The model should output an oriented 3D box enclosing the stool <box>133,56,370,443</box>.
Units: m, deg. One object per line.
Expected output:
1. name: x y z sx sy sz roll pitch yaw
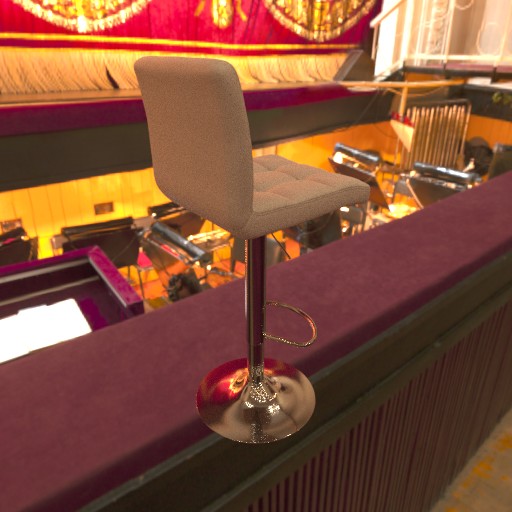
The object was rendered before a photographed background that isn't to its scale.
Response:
1. stool: 0.000 0.000 1.350 0.505 1.115 0.430 -18 31 -33
